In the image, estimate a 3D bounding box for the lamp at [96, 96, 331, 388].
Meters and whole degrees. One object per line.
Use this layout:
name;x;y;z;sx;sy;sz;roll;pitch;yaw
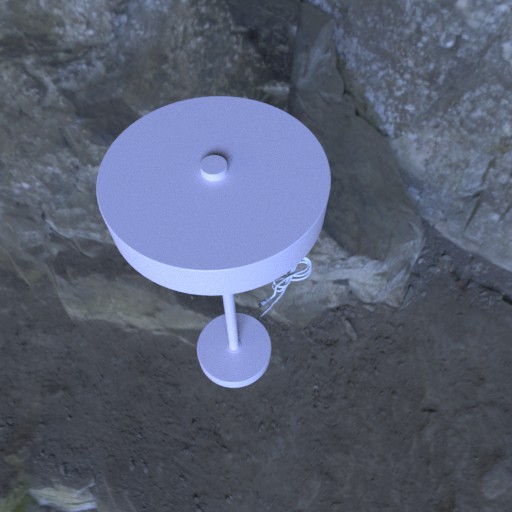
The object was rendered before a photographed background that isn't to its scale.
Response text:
lamp;0.000;0.000;0.673;0.229;0.508;0.369;31;63;18
